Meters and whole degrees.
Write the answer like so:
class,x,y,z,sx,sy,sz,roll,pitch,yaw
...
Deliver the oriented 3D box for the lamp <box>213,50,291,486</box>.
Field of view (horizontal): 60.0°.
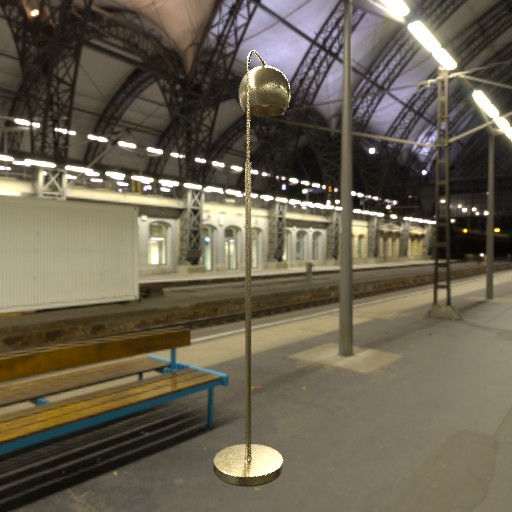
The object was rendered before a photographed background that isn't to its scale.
class,x,y,z,sx,sy,sz,roll,pitch,yaw
lamp,0.000,0.000,1.667,0.250,1.526,0.431,0,1,18
